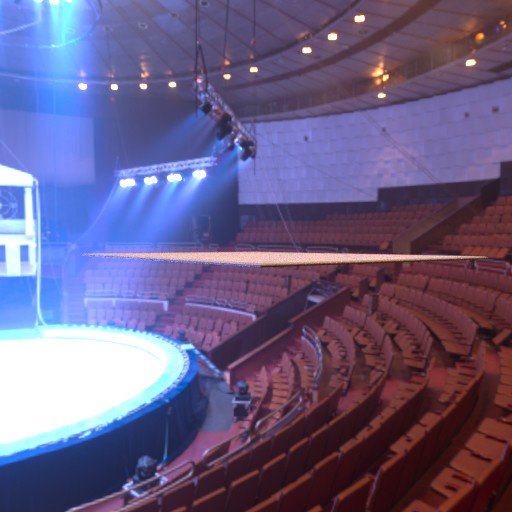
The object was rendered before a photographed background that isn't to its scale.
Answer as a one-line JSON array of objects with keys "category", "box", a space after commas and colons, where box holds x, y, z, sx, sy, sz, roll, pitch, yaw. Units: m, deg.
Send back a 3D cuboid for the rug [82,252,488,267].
[{"category": "rug", "box": [0.000, 0.000, 2.878, 1.589, 0.014, 2.205, -1, 2, -36]}]
